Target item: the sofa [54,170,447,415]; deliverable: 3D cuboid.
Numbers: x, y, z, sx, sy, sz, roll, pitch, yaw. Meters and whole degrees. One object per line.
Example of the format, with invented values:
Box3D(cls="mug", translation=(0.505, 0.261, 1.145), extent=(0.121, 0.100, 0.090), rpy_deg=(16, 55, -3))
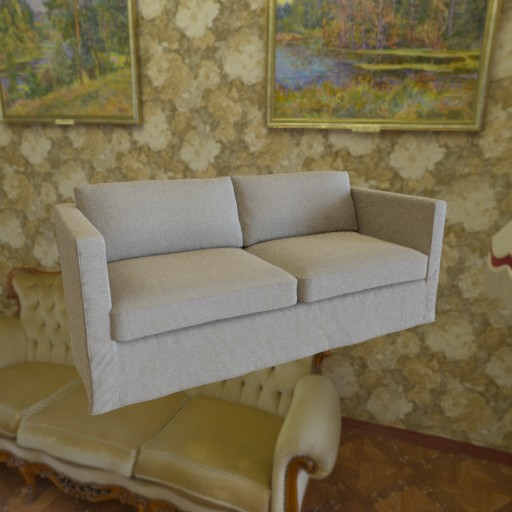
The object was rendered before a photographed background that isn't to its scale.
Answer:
Box3D(cls="sofa", translation=(0.000, 0.000, 2.480), extent=(1.987, 0.847, 0.956), rpy_deg=(-8, 18, -27))
